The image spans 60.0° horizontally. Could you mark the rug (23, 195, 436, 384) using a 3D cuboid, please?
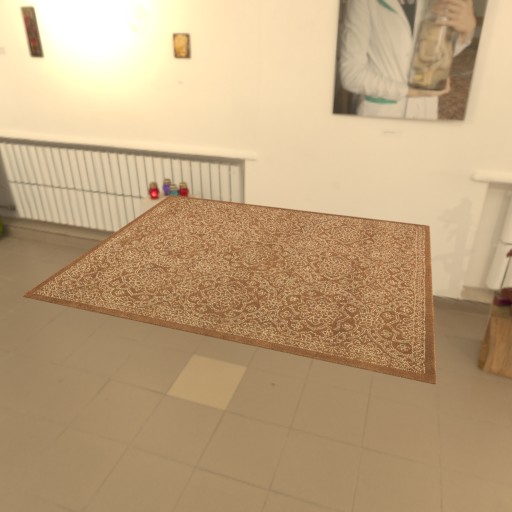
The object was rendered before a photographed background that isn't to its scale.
[{"bbox_3d":[0.000,0.000,4.068,3.050,0.015,2.441,9,29,16],"label":"rug"}]
